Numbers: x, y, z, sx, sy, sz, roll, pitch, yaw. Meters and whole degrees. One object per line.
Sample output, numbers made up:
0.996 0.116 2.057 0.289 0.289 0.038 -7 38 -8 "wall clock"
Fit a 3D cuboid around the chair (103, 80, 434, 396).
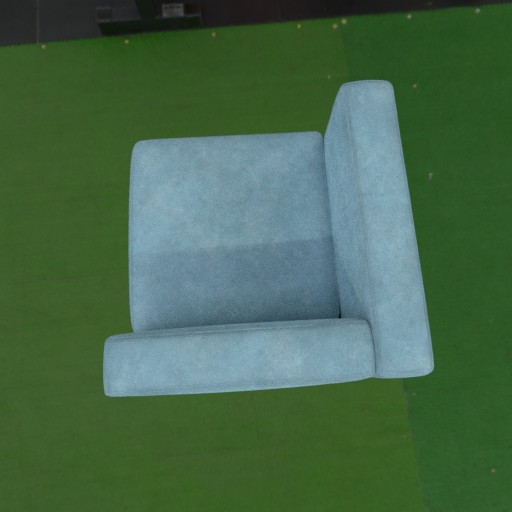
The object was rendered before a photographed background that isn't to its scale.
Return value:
0.000 0.000 1.238 0.684 0.660 0.691 -3 77 -1 "chair"
